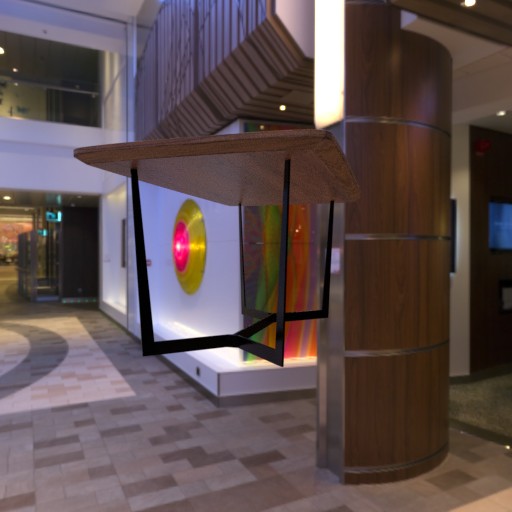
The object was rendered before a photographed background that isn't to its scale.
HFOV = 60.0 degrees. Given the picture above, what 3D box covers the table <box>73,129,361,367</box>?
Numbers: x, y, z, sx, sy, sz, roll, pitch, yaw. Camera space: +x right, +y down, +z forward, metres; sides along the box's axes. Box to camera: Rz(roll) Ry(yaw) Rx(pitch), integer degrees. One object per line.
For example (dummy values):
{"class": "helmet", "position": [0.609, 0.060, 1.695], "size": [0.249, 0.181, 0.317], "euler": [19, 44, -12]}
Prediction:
{"class": "table", "position": [0.000, 0.000, 2.197], "size": [0.949, 0.765, 1.643], "euler": [0, 1, 17]}
